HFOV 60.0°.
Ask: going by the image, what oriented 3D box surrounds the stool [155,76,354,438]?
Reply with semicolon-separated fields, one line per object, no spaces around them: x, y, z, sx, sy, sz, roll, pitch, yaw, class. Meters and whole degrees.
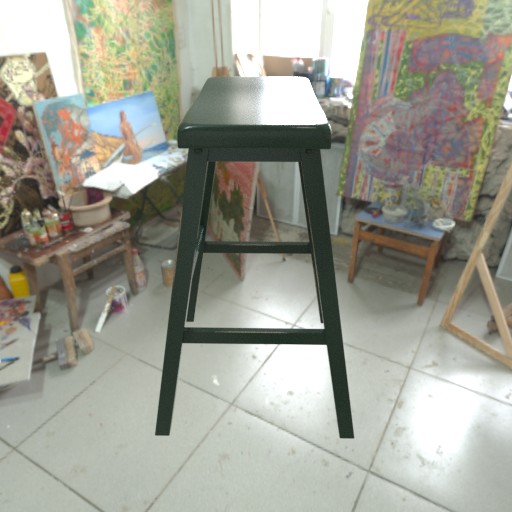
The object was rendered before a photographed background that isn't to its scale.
0.000;0.000;1.063;0.476;0.737;0.457;1;31;1;stool
